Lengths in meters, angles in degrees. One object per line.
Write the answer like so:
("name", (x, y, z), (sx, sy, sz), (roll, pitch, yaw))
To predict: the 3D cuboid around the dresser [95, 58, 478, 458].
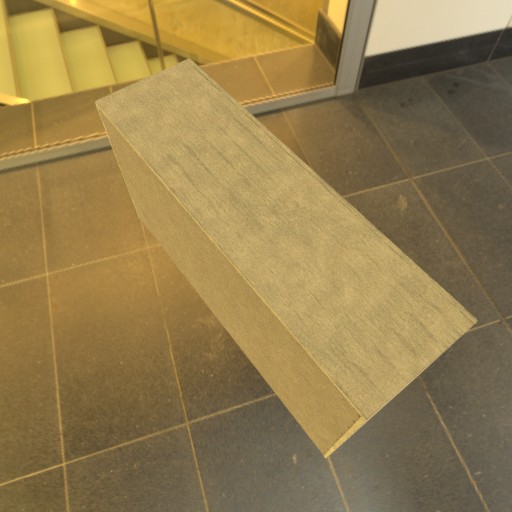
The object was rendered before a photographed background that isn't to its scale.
("dresser", (0.000, 0.000, 2.002), (0.483, 0.889, 1.628), (-33, 64, -18))
